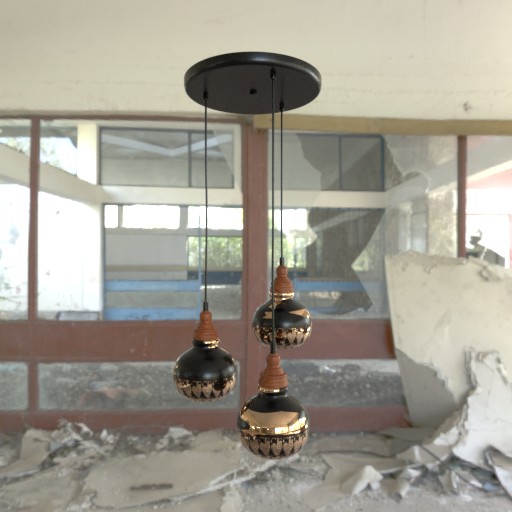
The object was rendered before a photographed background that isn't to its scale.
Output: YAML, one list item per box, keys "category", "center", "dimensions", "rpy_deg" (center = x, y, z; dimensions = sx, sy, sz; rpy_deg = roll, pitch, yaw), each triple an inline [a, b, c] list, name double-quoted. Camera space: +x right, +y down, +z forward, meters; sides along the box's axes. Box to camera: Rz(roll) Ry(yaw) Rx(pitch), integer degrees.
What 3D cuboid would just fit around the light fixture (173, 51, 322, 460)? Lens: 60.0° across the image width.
- category: "light fixture"
  center: [0.000, 0.000, 1.827]
  dimensions: [0.608, 1.410, 0.605]
  rpy_deg: [0, 0, 34]
